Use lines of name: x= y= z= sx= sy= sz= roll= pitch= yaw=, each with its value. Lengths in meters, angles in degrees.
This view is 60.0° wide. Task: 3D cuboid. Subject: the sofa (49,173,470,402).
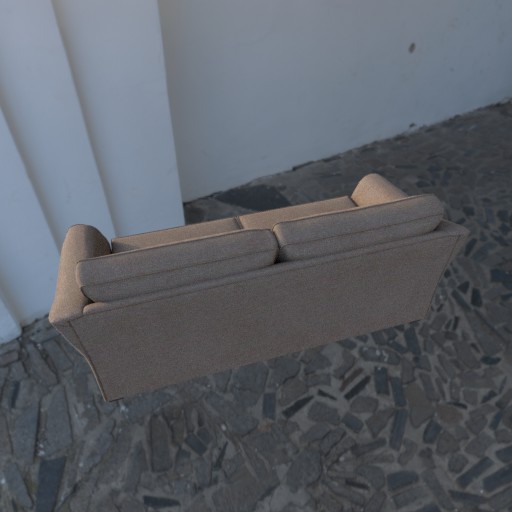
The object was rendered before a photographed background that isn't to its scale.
sofa: x=0.000 y=0.000 z=2.774 sx=2.270 sy=0.906 sz=0.986 roll=-12 pitch=43 yaw=-13
